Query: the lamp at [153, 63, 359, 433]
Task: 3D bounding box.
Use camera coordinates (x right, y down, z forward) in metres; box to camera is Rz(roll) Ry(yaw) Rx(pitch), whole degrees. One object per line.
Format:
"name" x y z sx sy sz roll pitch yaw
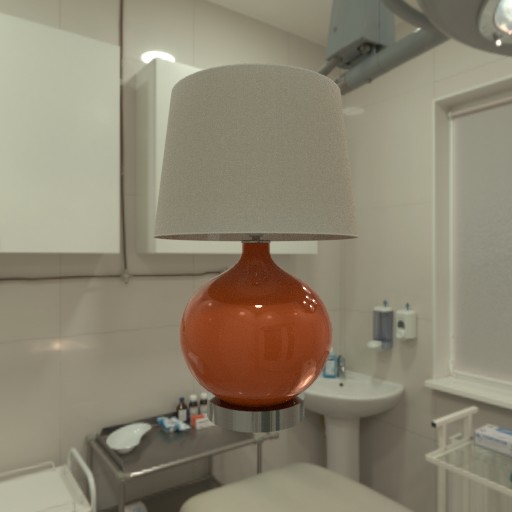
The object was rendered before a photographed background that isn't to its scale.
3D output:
"lamp" 0.000 0.000 0.546 0.247 0.387 0.247 0 0 0
